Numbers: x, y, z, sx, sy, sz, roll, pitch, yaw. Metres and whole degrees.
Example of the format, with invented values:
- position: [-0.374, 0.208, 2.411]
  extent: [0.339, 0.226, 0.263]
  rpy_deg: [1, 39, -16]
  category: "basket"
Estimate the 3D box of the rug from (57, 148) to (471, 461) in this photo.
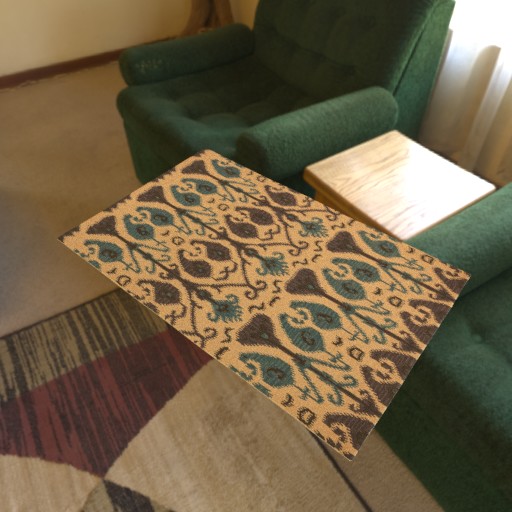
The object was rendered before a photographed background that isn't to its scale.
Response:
- position: [0.000, 0.000, 2.129]
  extent: [1.698, 0.013, 1.072]
  rpy_deg: [30, 53, 26]
  category: "rug"
